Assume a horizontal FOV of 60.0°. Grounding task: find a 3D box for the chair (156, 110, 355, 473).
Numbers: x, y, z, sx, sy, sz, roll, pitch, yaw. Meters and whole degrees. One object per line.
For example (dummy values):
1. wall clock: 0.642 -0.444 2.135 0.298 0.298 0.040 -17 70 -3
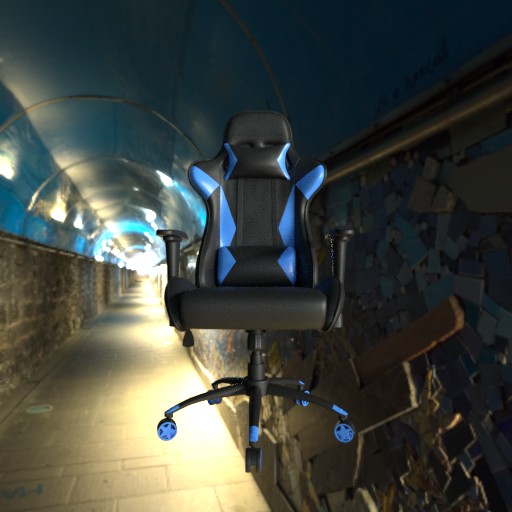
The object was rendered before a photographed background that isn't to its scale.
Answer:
1. chair: 0.000 0.000 1.636 0.695 1.282 0.730 0 -2 1
